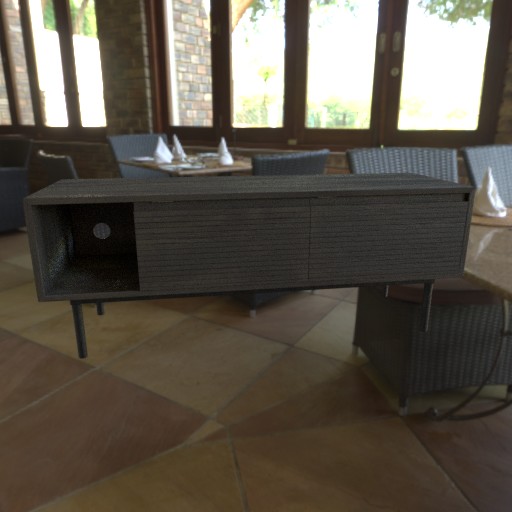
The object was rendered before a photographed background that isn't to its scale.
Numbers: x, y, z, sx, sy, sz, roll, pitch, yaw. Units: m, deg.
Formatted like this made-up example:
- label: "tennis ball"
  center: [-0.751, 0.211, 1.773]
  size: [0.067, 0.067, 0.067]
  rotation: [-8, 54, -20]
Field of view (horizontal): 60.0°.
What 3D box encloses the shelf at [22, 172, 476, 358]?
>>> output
- label: "shelf"
  center: [0.000, 0.000, 1.511]
  size: [1.300, 0.495, 0.400]
  rotation: [-3, 17, -9]
